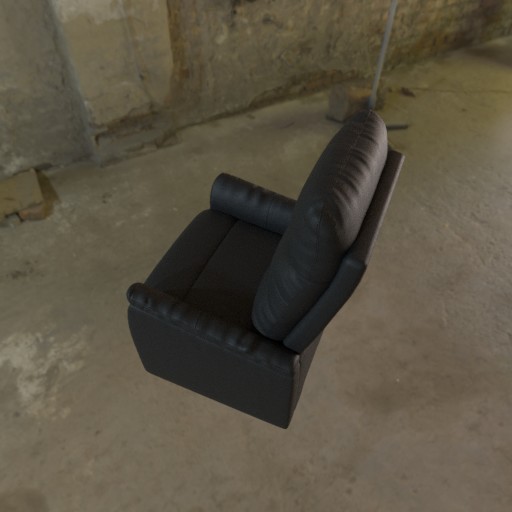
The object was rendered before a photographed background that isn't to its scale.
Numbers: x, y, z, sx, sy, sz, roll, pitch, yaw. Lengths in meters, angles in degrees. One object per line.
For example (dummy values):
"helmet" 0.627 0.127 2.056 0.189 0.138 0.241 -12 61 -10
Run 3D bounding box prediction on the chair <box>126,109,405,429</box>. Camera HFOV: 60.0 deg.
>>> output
"chair" 0.000 0.000 1.678 0.831 1.082 0.775 17 50 15
